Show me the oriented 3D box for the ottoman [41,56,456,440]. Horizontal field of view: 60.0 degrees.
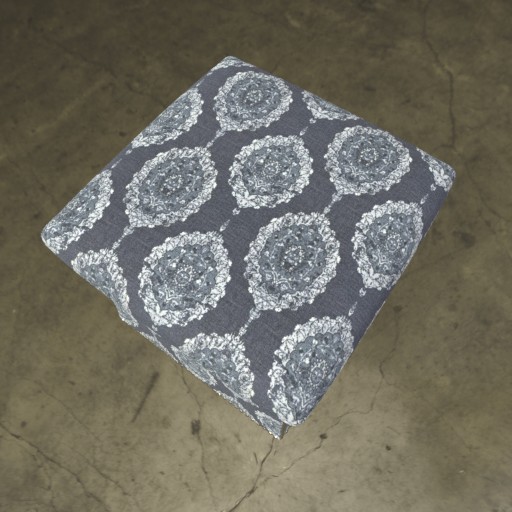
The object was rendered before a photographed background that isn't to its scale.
[{"bbox_3d":[0.000,0.000,0.881,0.497,0.475,0.507,33,68,15],"label":"ottoman"}]
